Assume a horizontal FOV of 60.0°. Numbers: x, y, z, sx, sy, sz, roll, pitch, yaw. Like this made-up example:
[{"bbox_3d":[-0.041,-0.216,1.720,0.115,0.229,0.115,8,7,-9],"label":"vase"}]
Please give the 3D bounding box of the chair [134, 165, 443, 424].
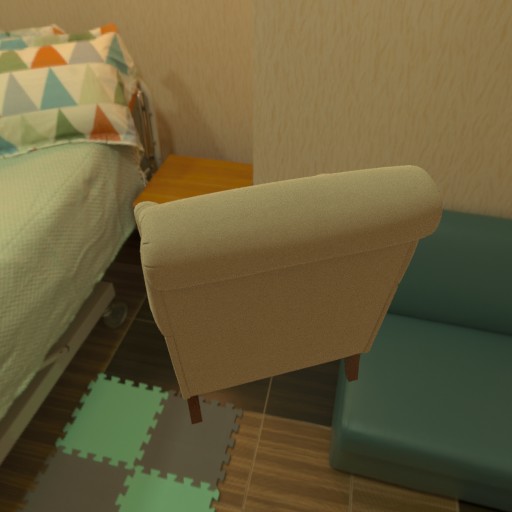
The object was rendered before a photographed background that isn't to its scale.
[{"bbox_3d":[0.000,0.000,1.557,0.766,0.942,0.842,-11,42,-13],"label":"chair"}]
